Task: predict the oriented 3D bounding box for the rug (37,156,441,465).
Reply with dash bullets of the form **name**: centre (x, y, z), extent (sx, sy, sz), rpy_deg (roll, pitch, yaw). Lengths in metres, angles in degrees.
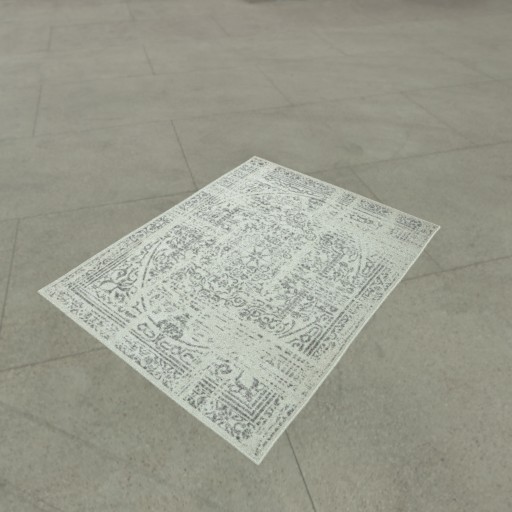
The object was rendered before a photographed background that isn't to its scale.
- **rug**: centre (0.000, 0.000, 3.976), extent (2.311, 0.032, 2.921), rpy_deg (27, 48, 28)
